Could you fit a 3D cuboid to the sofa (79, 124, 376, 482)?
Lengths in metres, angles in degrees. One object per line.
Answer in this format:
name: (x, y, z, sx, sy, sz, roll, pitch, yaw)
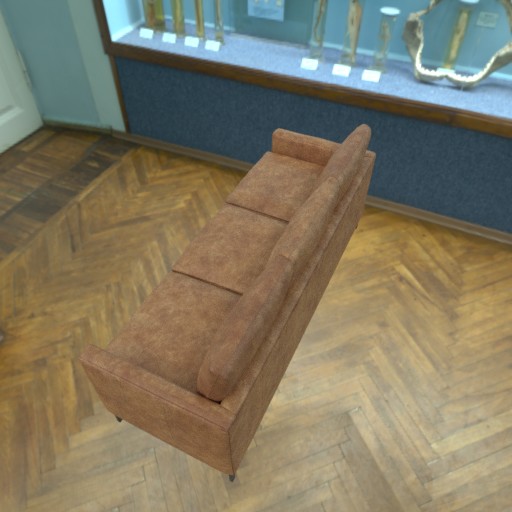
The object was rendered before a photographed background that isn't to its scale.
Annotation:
sofa: (0.000, 0.000, 2.451, 0.748, 0.863, 2.029, 19, 49, 18)
